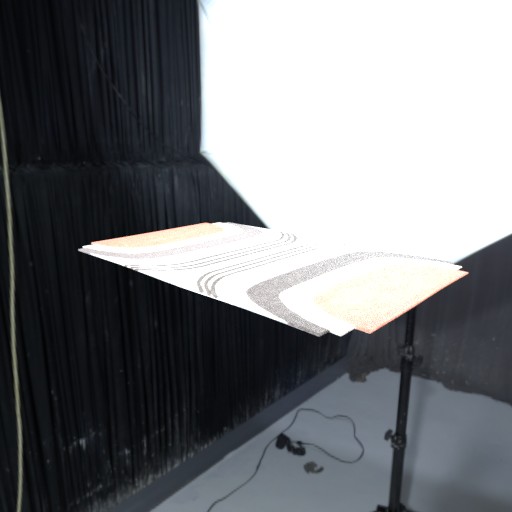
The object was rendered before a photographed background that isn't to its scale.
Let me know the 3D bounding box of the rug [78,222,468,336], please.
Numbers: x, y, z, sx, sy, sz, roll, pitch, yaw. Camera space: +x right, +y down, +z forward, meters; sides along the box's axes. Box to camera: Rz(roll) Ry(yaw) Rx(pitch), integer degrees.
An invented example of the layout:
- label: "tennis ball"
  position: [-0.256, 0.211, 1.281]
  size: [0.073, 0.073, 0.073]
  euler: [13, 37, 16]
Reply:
- label: "rug"
  position: [0.000, 0.000, 3.085]
  size: [2.446, 0.017, 1.530]
  euler: [13, 20, 42]
